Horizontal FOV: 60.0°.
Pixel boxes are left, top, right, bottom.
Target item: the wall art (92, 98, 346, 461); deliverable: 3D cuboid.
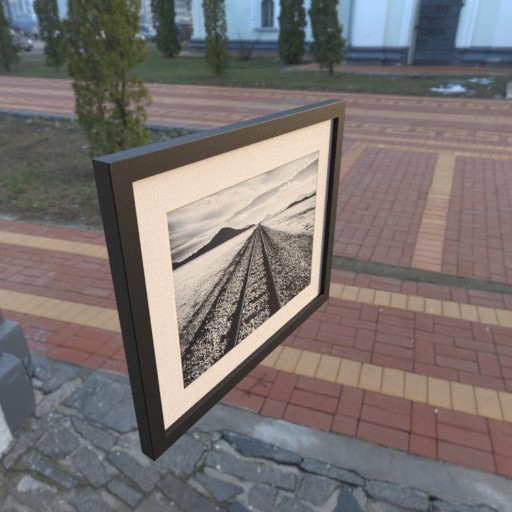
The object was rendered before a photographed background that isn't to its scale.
[{"bbox_3d":[0.000,0.000,0.771,0.029,0.458,0.559,18,33,32],"label":"wall art"}]
